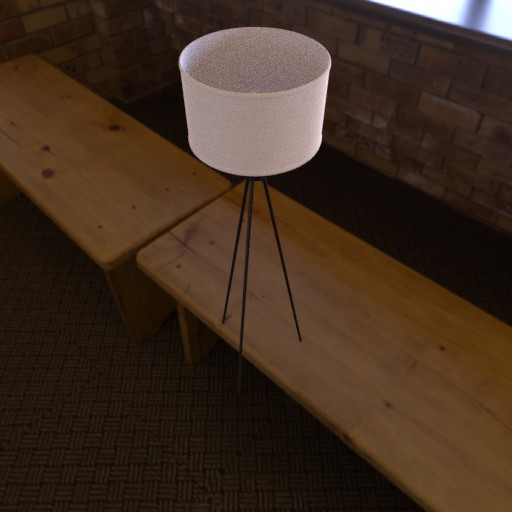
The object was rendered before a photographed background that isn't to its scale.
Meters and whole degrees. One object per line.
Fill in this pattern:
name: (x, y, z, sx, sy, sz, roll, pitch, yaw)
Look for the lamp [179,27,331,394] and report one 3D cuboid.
lamp: (0.000, 0.000, 1.750, 0.448, 1.545, 0.458, 9, 48, 8)
